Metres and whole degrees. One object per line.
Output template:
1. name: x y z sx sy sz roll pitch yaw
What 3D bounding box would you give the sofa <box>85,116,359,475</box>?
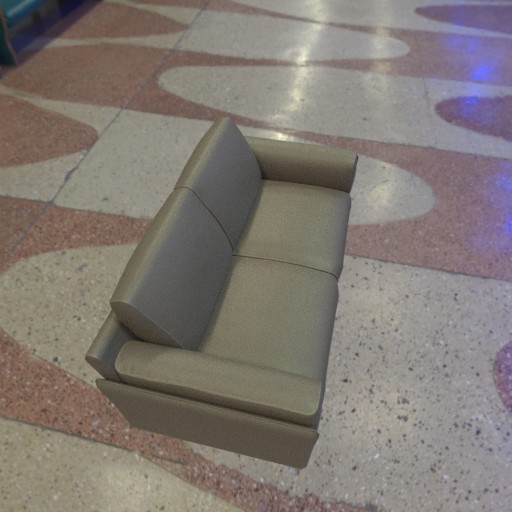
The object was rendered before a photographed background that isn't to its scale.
1. sofa: 0.000 0.000 2.673 1.049 0.930 2.101 10 47 9
